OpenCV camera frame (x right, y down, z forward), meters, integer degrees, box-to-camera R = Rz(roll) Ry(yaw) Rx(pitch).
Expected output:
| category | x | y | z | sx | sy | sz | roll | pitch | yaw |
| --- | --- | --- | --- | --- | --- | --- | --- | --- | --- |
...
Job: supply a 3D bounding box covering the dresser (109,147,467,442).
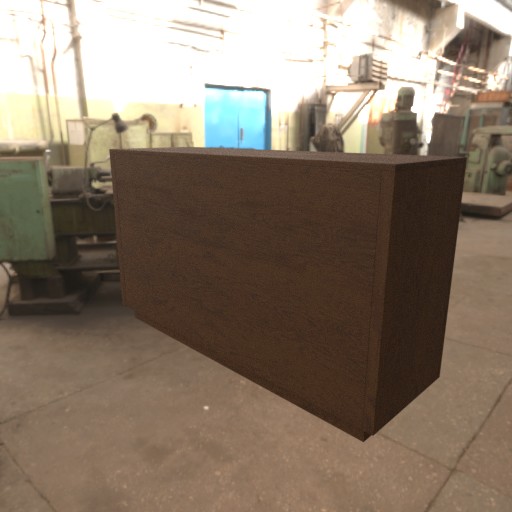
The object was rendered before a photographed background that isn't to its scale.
| category | x | y | z | sx | sy | sz | roll | pitch | yaw |
| --- | --- | --- | --- | --- | --- | --- | --- | --- | --- |
| dresser | 0.000 | 0.000 | 1.945 | 0.512 | 0.889 | 1.523 | -15 | 22 | -43 |
